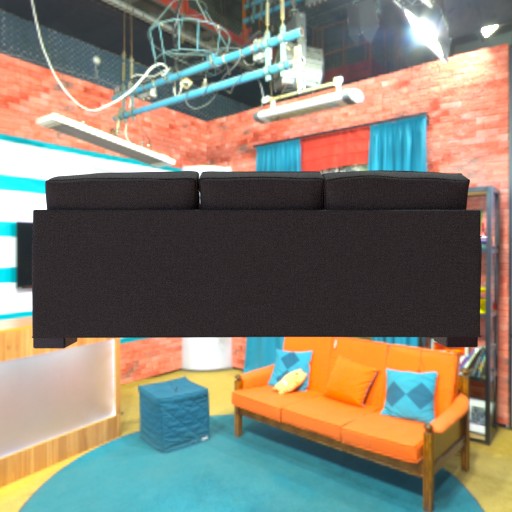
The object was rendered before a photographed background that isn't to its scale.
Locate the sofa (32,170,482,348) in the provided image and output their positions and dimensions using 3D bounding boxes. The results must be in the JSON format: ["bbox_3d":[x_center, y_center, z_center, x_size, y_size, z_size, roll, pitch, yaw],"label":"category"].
[{"bbox_3d":[0.000,0.000,3.205,2.370,0.973,1.790,0,1,-1],"label":"sofa"}]
